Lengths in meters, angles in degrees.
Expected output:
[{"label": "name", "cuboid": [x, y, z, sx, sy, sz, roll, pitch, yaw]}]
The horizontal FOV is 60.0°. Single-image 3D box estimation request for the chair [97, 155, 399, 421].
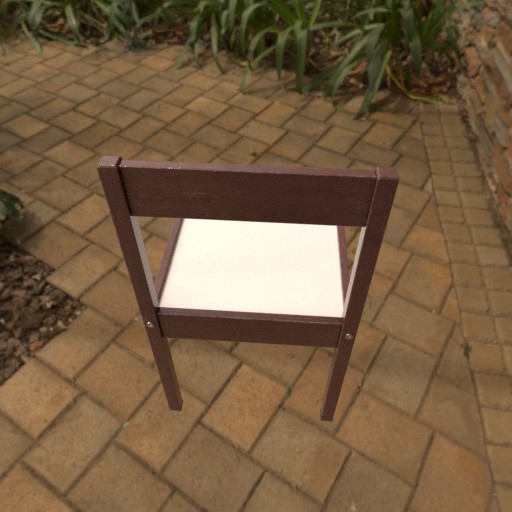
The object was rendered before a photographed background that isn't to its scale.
[{"label": "chair", "cuboid": [0.000, 0.000, 0.689, 0.285, 0.505, 0.285, 3, 45, 3]}]
